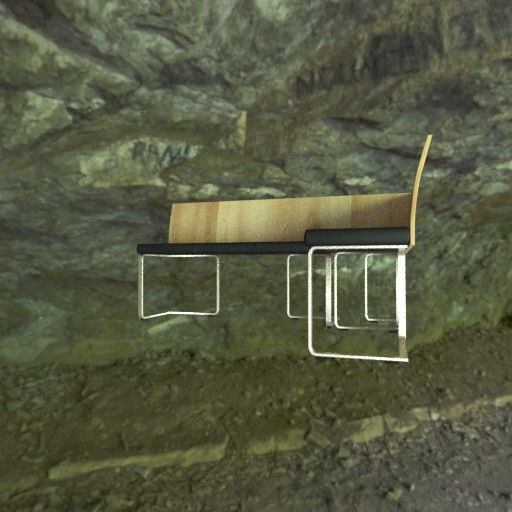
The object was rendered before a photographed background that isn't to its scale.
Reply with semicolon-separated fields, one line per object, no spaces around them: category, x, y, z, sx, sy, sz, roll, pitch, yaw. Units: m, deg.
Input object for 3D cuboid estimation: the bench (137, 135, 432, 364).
bench;0.000;0.000;2.768;1.945;0.930;1.495;0;-1;17
